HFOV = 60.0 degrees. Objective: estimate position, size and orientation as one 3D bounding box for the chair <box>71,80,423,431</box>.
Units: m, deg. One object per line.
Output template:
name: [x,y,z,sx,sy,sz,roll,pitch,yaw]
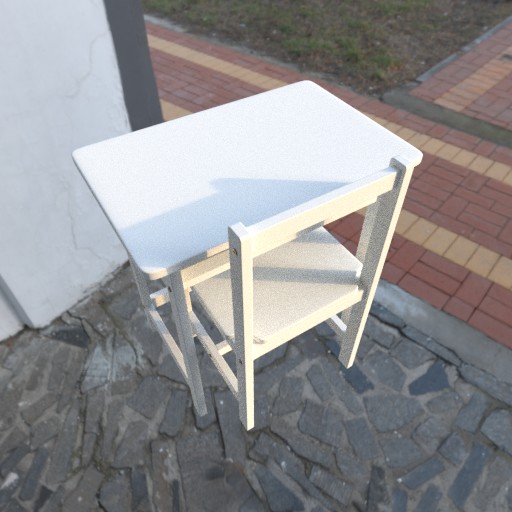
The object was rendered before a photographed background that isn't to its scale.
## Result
chair: [0.000,0.000,1.061,0.599,0.673,0.461,-25,51,-21]
